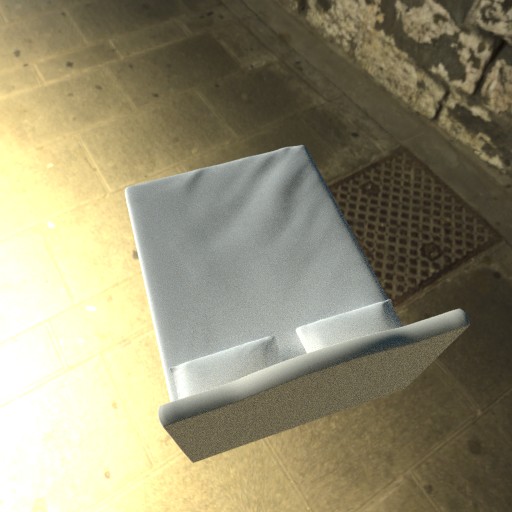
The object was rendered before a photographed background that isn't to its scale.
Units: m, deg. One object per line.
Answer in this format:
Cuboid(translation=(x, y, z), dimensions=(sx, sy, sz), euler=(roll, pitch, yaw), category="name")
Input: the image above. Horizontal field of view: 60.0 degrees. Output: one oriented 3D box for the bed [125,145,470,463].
Cuboid(translation=(0.000, 0.000, 3.343), dimensions=(1.821, 1.436, 2.282), euler=(-16, 59, -9), category="bed")
